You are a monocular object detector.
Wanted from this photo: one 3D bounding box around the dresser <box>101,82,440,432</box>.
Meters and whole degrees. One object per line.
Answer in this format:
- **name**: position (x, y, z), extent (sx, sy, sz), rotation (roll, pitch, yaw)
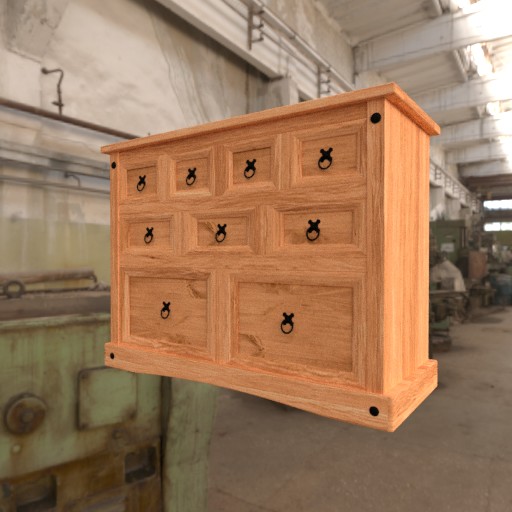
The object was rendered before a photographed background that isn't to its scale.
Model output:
- **dresser**: position (0.000, 0.000, 1.377), extent (0.990, 0.740, 0.410), rotation (0, 1, 35)
